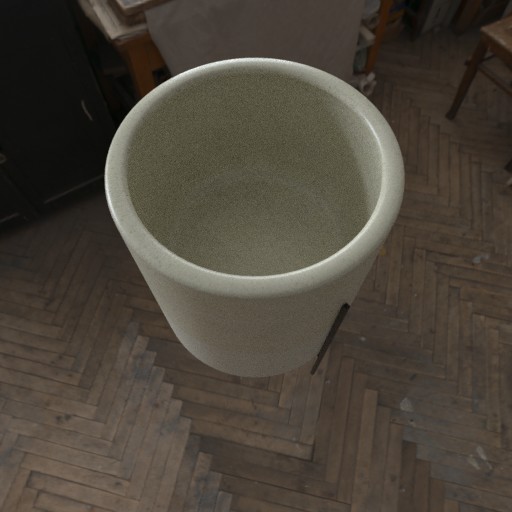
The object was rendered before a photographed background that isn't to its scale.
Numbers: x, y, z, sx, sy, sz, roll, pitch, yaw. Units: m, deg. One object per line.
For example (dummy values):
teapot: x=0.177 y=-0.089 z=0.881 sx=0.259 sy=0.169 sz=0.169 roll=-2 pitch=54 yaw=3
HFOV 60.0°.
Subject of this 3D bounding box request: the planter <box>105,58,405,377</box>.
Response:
planter: x=0.000 y=0.000 z=0.695 sx=0.324 sy=0.483 sz=0.333 roll=17 pitch=64 yaw=8
